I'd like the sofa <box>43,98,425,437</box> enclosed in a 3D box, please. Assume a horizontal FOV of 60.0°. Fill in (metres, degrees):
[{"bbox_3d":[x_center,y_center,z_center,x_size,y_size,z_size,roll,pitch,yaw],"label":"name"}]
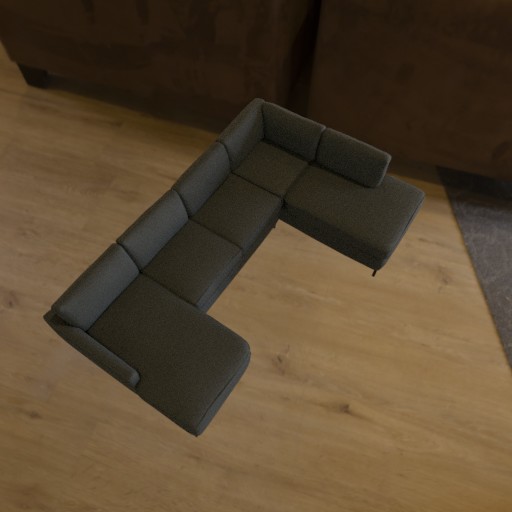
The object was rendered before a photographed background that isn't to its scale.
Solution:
[{"bbox_3d":[0.000,0.000,3.899,1.984,0.858,2.975,30,63,17],"label":"sofa"}]
